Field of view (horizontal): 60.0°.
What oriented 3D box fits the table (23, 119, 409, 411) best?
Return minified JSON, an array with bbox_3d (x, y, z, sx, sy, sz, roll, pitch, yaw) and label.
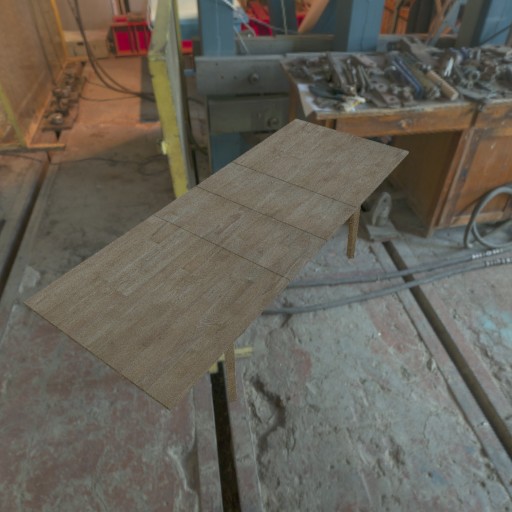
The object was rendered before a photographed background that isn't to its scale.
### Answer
[{"bbox_3d":[0.000,0.000,3.033,1.000,0.752,2.603,25,47,26],"label":"table"}]
